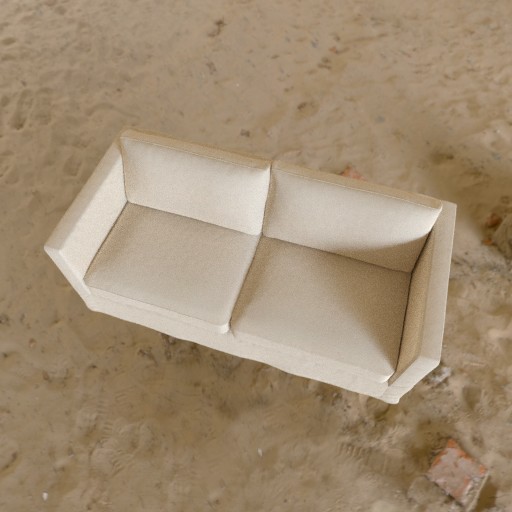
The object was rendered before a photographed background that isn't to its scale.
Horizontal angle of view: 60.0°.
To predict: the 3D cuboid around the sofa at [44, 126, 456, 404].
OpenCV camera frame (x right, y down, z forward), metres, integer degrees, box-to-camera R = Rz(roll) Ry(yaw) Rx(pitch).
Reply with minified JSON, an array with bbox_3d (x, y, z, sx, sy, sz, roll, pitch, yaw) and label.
[{"bbox_3d":[0.000,0.000,2.532,1.987,0.870,0.940,15,60,9],"label":"sofa"}]
